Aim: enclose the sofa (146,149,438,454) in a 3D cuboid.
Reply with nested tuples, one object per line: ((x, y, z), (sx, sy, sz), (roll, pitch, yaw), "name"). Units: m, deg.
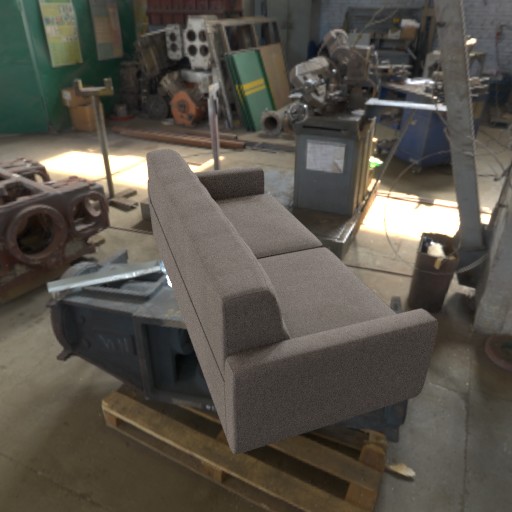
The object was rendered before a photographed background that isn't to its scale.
((0.000, 0.000, 2.514), (0.909, 0.841, 2.029), (-10, 32, -17), "sofa")
